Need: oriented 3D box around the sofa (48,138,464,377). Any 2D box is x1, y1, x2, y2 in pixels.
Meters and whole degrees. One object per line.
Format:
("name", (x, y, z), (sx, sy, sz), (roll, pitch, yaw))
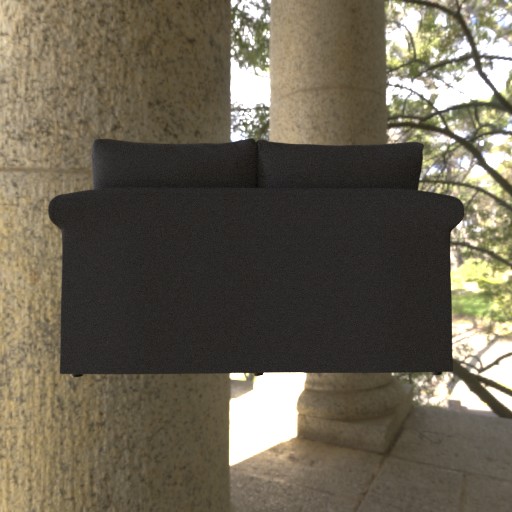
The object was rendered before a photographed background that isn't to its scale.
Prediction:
("sofa", (0.000, 0.000, 1.918), (1.460, 0.872, 0.741), (0, -1, -1))
